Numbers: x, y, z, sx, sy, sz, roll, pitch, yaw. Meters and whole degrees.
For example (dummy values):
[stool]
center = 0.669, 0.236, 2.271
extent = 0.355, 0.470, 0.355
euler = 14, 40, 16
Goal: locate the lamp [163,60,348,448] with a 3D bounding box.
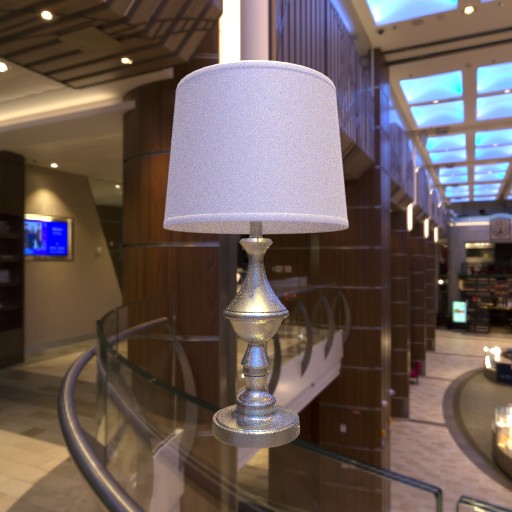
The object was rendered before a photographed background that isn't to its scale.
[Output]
[lamp]
center = 0.000, 0.000, 0.936
extent = 0.383, 0.733, 0.383
euler = 0, 0, 0
